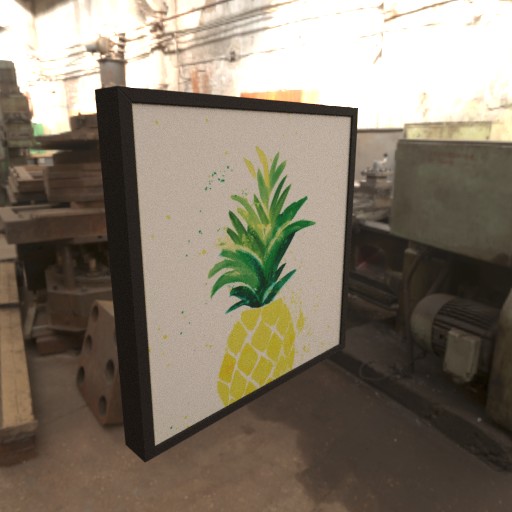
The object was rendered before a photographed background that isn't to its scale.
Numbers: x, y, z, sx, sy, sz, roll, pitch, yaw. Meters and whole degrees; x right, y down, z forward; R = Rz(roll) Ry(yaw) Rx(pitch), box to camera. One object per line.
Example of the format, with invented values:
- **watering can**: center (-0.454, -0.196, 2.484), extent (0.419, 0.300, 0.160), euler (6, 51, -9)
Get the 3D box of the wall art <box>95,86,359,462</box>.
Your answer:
- **wall art**: center (0.000, 0.000, 0.458), extent (0.033, 0.304, 0.305), euler (14, 20, 43)
